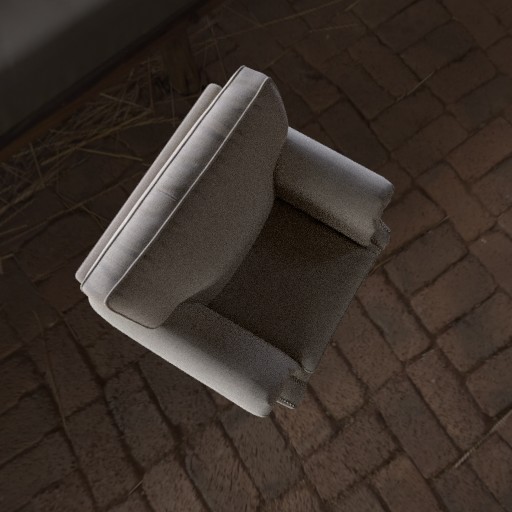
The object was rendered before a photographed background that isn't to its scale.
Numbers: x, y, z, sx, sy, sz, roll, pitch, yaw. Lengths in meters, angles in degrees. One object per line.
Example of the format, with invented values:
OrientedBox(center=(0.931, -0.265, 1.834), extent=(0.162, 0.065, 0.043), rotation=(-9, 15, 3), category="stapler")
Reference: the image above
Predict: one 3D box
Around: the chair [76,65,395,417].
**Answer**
OrientedBox(center=(0.000, 0.000, 1.884), extent=(0.965, 0.961, 1.092), rotation=(30, 78, 7), category="chair")
